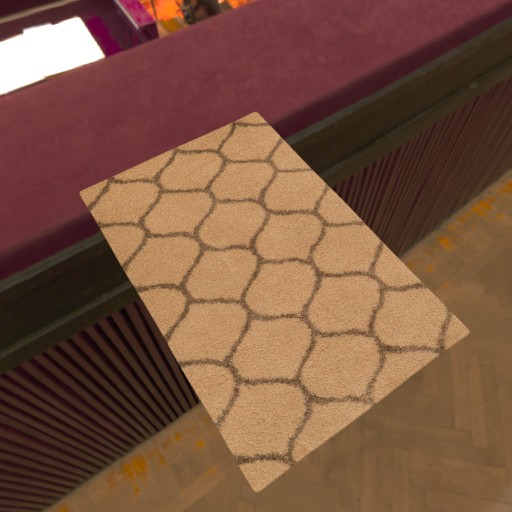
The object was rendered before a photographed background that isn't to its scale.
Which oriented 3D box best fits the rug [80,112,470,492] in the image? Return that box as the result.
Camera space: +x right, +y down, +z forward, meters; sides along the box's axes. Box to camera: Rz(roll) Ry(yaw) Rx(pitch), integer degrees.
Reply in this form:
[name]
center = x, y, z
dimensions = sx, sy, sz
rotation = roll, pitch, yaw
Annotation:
[rug]
center = 0.000, 0.000, 3.413
dimensions = 1.801, 0.026, 2.701
rotation = -30, 63, -17
